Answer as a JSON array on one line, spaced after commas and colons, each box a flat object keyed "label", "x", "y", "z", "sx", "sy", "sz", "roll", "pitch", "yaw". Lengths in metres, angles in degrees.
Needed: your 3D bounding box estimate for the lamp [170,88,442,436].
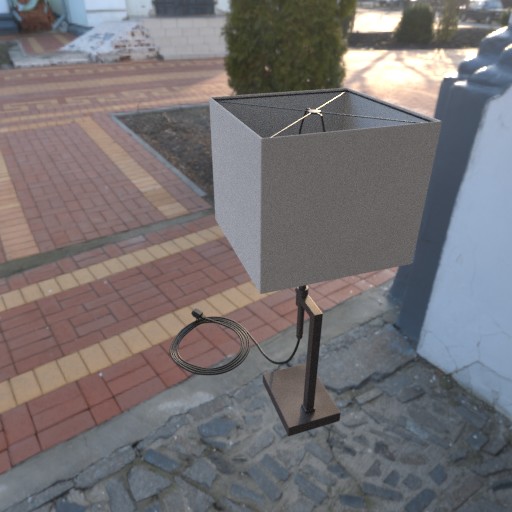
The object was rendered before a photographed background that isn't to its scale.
[{"label": "lamp", "x": 0.000, "y": 0.000, "z": 0.960, "sx": 0.399, "sy": 0.660, "sz": 0.504, "roll": -10, "pitch": 32, "yaw": -16}]
